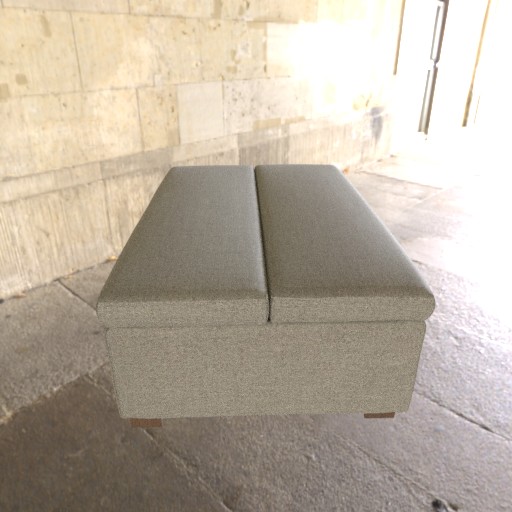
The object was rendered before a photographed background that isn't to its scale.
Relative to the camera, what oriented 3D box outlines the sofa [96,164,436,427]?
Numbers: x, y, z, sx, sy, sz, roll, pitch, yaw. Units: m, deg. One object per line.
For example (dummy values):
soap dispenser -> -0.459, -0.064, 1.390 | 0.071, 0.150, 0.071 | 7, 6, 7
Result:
sofa -> 0.000, 0.000, 1.642 | 0.817, 0.434, 1.250 | -1, 25, -2
